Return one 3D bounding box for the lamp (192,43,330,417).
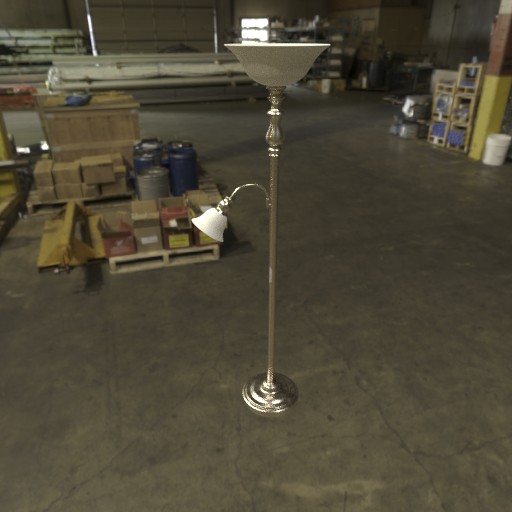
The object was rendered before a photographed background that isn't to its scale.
[{"bbox_3d":[0.000,0.000,2.073,0.575,1.785,0.405,-8,28,-16],"label":"lamp"}]
